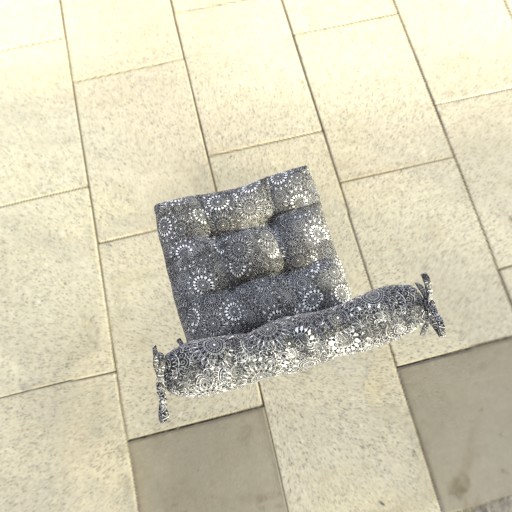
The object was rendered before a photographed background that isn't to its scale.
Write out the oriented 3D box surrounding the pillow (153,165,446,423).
[{"bbox_3d":[0.000,0.000,1.031,0.519,0.605,0.571,-15,76,-4],"label":"pillow"}]
